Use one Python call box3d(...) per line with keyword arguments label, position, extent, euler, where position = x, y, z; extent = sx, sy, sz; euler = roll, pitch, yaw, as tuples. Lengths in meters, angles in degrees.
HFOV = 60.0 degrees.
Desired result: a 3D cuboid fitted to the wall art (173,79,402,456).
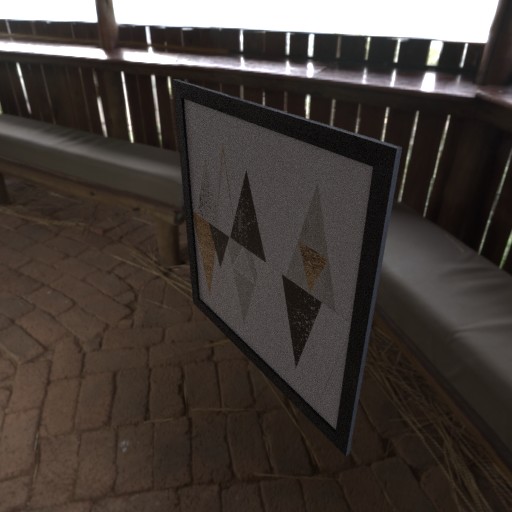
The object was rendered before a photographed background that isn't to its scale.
box3d(label="wall art", position=(0.000, 0.000, 1.242), extent=(0.013, 0.823, 0.823), euler=(-20, 36, -30))
